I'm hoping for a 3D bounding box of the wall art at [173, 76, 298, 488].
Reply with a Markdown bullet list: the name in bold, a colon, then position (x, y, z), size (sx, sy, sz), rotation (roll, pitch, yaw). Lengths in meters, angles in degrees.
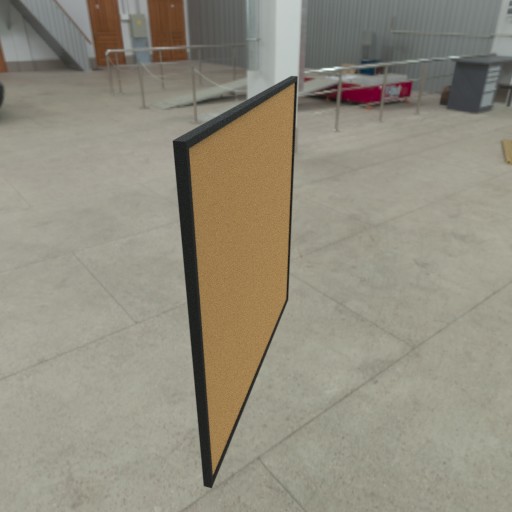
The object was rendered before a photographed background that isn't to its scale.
- **wall art**: position (0.000, 0.000, 0.670), size (0.013, 0.457, 0.458), rotation (8, 30, 14)
